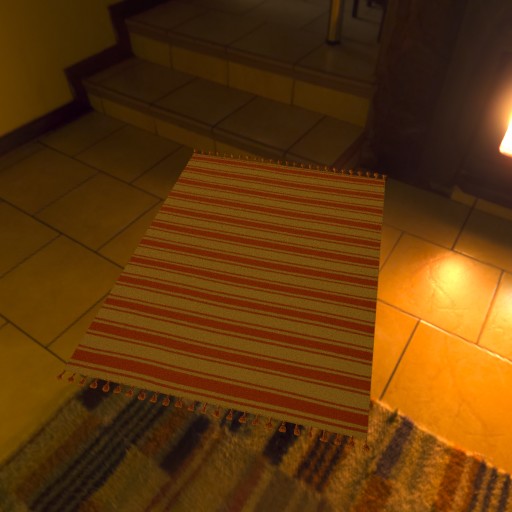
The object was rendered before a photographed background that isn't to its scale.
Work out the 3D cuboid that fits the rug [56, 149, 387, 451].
[{"bbox_3d":[0.000,0.000,4.436,2.451,0.035,3.369,10,47,9],"label":"rug"}]
